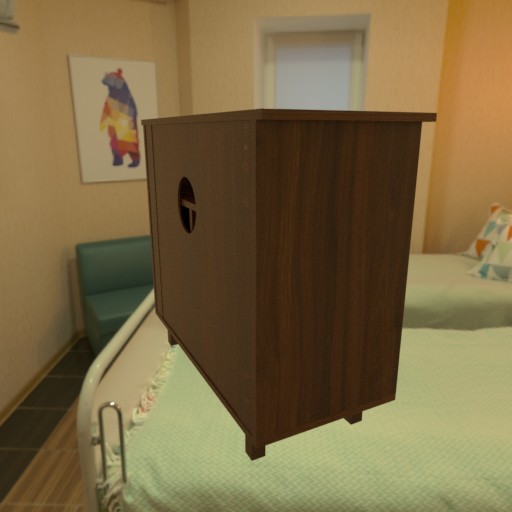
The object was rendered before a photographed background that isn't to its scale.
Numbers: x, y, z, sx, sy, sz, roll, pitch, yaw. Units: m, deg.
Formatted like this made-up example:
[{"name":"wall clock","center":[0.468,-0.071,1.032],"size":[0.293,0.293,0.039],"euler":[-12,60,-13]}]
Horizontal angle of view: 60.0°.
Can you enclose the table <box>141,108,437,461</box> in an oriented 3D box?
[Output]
[{"name":"table","center":[0.000,0.000,1.212],"size":[0.390,0.725,0.802],"euler":[-8,18,-26]}]
